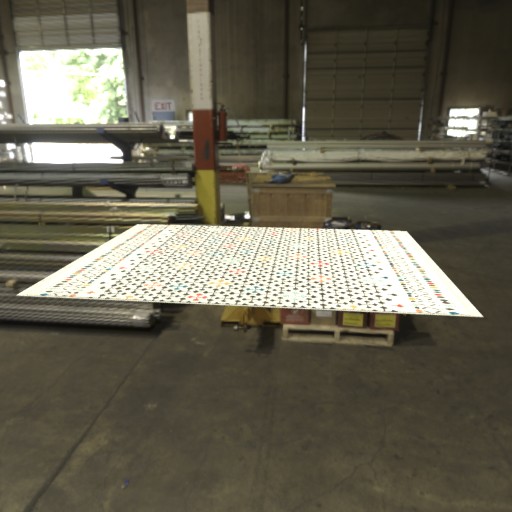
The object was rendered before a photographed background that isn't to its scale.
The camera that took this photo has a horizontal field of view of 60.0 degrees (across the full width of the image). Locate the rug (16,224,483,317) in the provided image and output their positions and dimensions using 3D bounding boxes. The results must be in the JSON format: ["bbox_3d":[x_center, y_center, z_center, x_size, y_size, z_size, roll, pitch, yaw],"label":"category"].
[{"bbox_3d":[0.000,0.000,2.009,1.556,0.006,1.146,2,17,6],"label":"rug"}]
